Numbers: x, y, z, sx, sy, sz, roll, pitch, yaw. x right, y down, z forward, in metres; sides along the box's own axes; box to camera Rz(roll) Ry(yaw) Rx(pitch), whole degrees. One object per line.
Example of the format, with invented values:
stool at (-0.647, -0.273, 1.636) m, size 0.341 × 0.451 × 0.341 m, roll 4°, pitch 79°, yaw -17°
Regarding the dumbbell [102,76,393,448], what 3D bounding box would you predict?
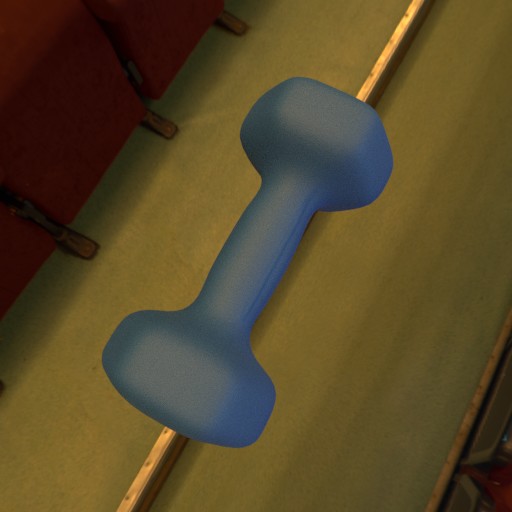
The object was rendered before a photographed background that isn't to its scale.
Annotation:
dumbbell at (0.000, 0.000, 0.269) m, size 0.103 × 0.093 × 0.212 m, roll 28°, pitch 77°, yaw 7°
